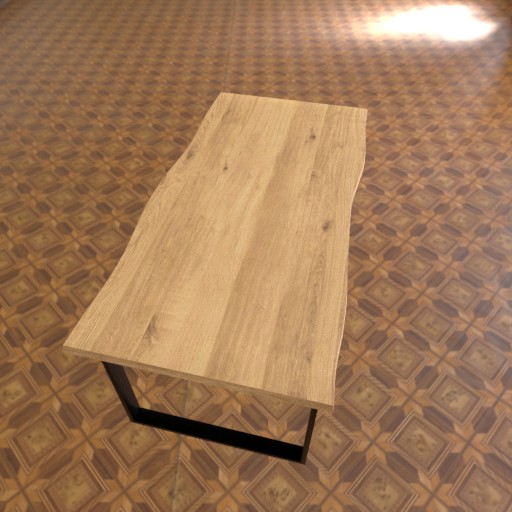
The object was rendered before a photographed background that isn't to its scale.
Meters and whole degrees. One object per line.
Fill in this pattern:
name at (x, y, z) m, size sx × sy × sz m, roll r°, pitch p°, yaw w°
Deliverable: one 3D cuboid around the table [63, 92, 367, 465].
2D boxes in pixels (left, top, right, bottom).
table at (0.000, 0.000, 2.236) m, size 0.900 × 0.780 × 1.800 m, roll 10°, pitch 47°, yaw 9°
